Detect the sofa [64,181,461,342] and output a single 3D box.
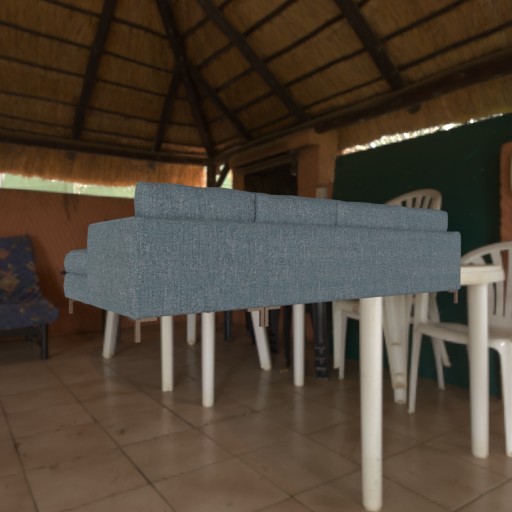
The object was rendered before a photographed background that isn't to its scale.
[{"bbox_3d":[0.000,0.000,3.498,2.737,0.753,1.879,0,1,-36],"label":"sofa"}]
